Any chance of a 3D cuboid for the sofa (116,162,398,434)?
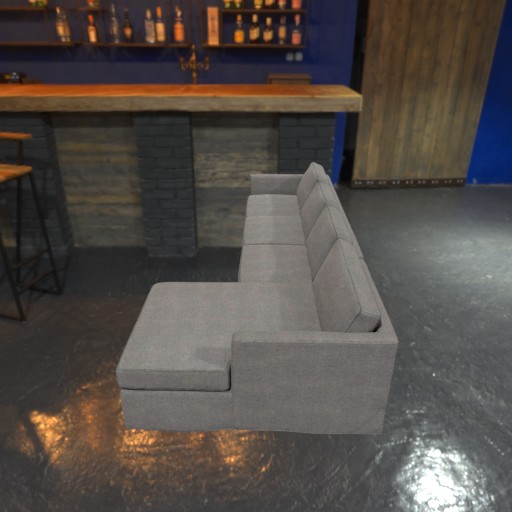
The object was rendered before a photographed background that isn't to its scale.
[{"bbox_3d":[0.000,0.000,3.958,1.650,0.922,3.205,1,27,1],"label":"sofa"}]
